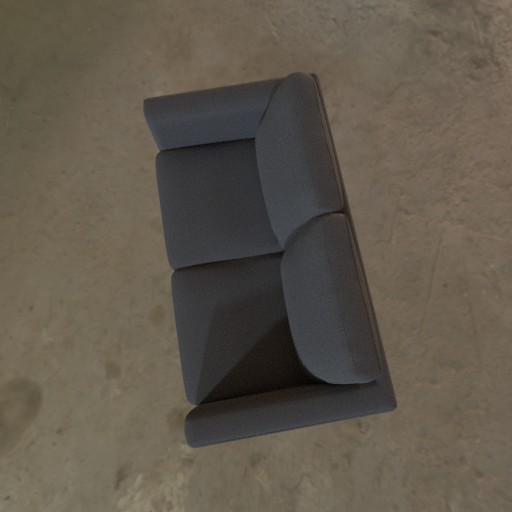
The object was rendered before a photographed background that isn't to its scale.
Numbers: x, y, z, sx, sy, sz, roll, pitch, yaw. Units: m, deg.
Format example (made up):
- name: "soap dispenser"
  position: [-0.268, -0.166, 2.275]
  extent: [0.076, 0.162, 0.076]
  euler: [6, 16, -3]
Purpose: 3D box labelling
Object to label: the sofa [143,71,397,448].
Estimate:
- name: "sofa"
  position: [0.000, 0.000, 1.973]
  extent: [0.796, 0.908, 1.430]
  euler: [-10, 76, -2]
